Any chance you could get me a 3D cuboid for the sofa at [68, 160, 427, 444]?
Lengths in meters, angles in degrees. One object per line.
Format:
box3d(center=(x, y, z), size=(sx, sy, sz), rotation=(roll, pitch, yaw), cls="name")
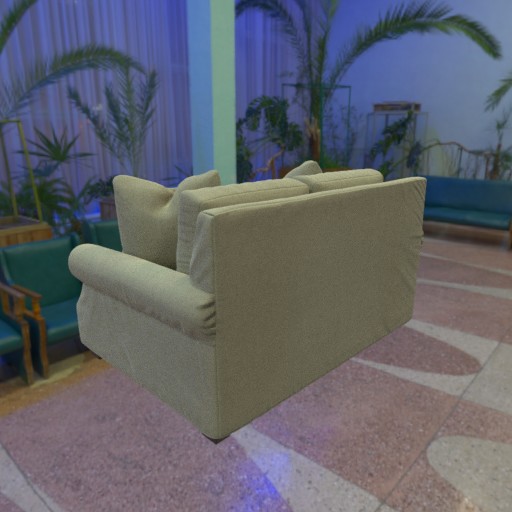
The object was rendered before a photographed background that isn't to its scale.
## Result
box3d(center=(0.000, 0.000, 2.202), size=(1.070, 0.905, 1.550), rotation=(15, 22, 42), cls="sofa")
